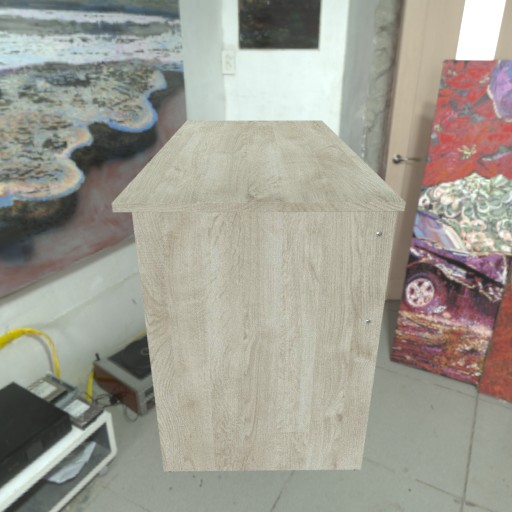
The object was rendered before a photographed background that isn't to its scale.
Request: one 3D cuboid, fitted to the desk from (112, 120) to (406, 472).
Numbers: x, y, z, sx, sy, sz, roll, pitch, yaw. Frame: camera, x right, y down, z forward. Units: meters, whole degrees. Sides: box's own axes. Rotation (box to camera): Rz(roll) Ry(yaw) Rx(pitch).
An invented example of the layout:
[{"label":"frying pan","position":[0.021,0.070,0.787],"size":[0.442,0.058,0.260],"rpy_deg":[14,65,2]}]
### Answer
[{"label":"desk","position":[0.000,0.000,1.493],"size":[0.560,0.730,1.096],"rpy_deg":[0,25,-1]}]
